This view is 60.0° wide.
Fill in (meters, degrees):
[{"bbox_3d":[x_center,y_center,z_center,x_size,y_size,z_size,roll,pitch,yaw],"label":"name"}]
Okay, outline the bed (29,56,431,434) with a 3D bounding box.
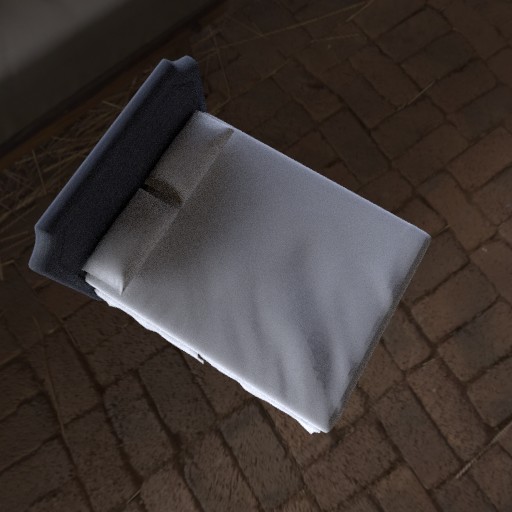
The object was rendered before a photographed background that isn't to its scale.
[{"bbox_3d":[0.000,0.000,3.045,2.116,1.290,1.693,30,78,7],"label":"bed"}]
